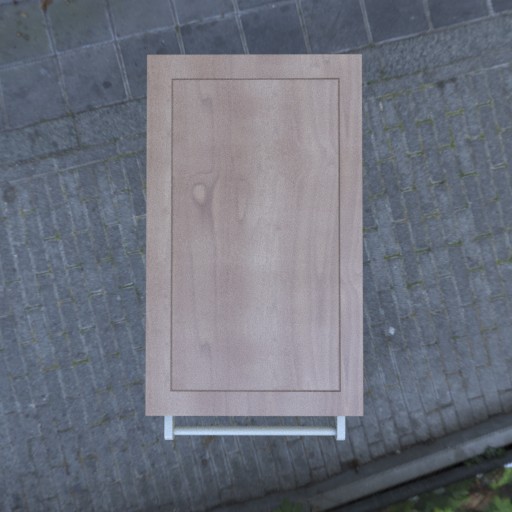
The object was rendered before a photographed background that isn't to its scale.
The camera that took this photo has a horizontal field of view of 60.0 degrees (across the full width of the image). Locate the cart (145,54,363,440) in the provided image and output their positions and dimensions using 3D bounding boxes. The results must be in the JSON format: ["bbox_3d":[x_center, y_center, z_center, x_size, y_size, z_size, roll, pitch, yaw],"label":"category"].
[{"bbox_3d":[0.000,0.000,1.383,0.459,0.901,0.840,0,89,0],"label":"cart"}]
